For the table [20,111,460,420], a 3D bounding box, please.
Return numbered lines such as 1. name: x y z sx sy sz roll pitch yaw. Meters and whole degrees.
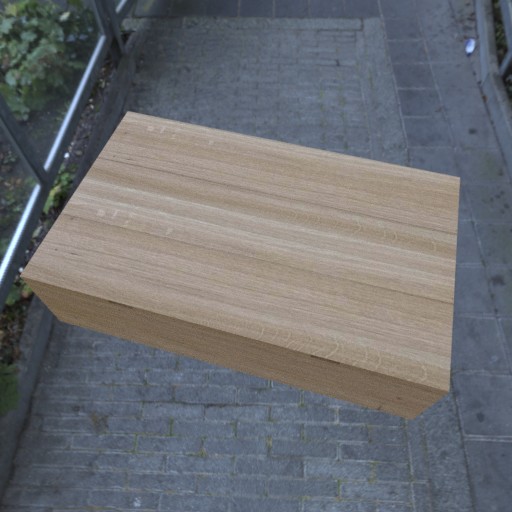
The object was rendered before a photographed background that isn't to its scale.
1. table: 0.000 0.000 1.414 1.110 0.353 0.678 14 59 8
